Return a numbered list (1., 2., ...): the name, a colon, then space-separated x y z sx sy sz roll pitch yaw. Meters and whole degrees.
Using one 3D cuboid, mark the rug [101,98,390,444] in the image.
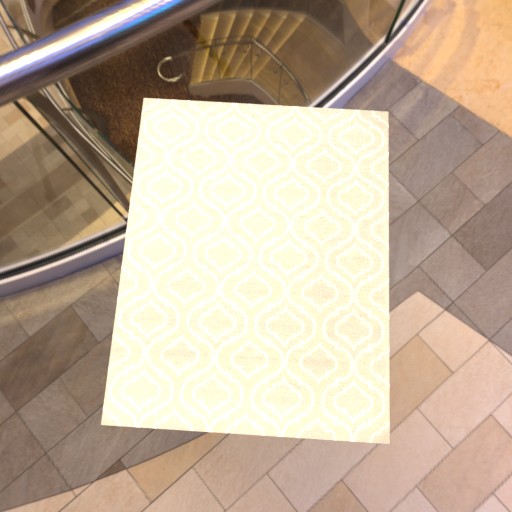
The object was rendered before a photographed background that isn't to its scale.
1. rug: 0.000 0.000 3.816 2.283 0.006 2.892 3 77 1
